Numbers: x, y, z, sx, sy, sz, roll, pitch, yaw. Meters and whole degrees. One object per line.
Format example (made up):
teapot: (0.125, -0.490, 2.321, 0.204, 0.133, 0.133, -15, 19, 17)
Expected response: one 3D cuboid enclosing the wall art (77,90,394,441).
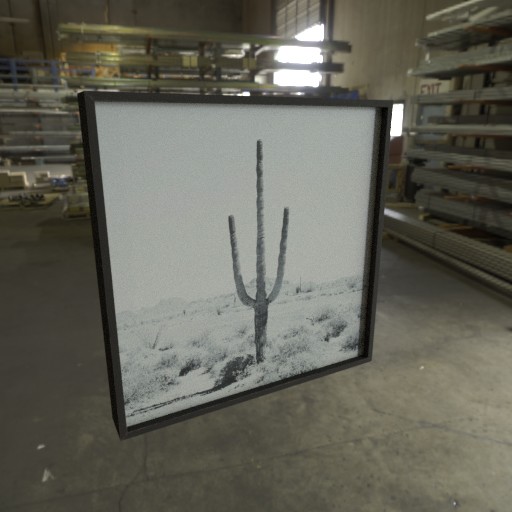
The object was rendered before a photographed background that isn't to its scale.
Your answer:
wall art: (0.000, 0.000, 0.452, 0.305, 0.305, 0.038, -9, 19, -27)
